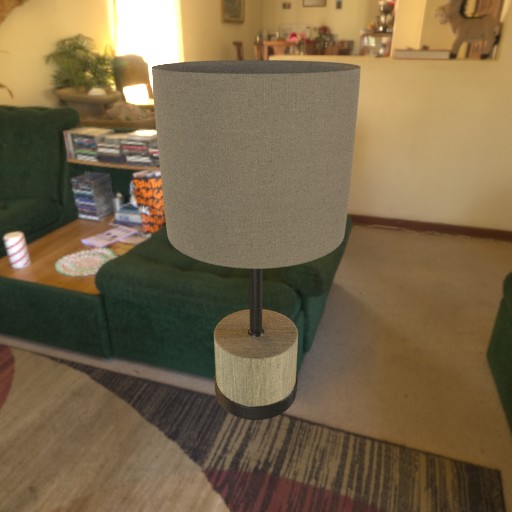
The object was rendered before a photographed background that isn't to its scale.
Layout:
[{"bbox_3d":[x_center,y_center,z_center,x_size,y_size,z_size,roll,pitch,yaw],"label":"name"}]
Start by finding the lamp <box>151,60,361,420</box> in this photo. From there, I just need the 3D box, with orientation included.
[{"bbox_3d":[0.000,0.000,0.594,0.229,0.470,0.229,0,27,0],"label":"lamp"}]
